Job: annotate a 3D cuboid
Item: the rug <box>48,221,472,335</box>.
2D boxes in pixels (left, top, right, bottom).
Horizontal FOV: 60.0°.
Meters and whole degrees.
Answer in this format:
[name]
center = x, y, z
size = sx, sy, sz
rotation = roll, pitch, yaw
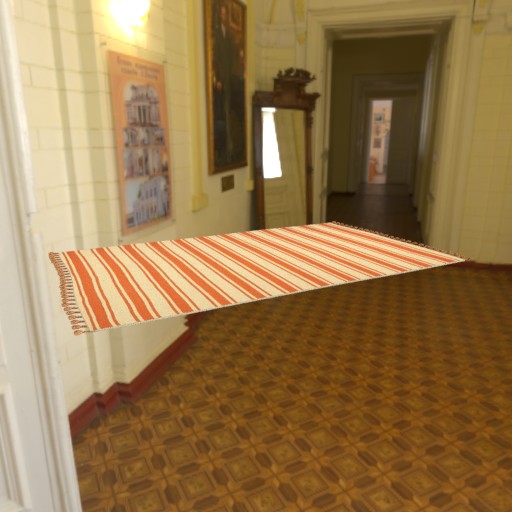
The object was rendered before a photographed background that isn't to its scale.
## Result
[rug]
center = 0.000, 0.000, 2.513
size = 2.092, 0.017, 1.232
rotation = -8, 17, -27
